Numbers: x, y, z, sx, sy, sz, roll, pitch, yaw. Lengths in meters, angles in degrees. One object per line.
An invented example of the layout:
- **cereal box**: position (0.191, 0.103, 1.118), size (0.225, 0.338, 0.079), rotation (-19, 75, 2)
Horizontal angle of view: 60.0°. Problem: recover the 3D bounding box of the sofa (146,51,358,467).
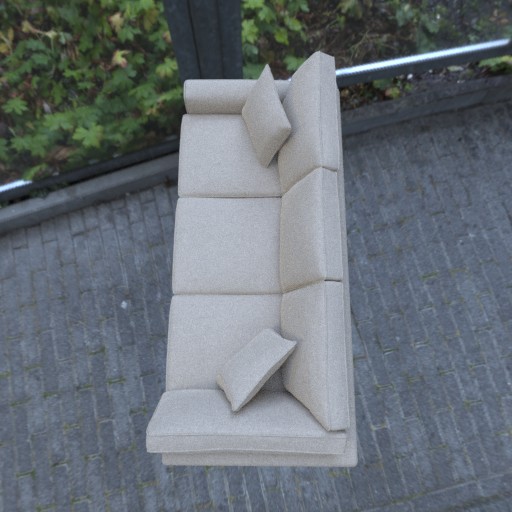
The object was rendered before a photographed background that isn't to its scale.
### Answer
- **sofa**: position (0.000, 0.000, 2.762), size (1.061, 0.962, 2.317), rotation (0, 75, 0)
